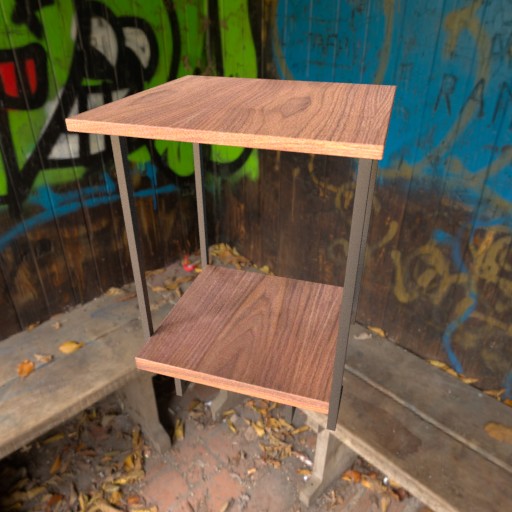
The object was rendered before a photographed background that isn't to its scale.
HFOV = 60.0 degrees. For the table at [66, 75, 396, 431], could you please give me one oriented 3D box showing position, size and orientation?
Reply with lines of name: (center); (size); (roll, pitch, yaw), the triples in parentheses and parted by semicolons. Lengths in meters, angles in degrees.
table: (0.000, 0.000, 0.836); (0.411, 0.567, 0.384); (9, 32, 15)
